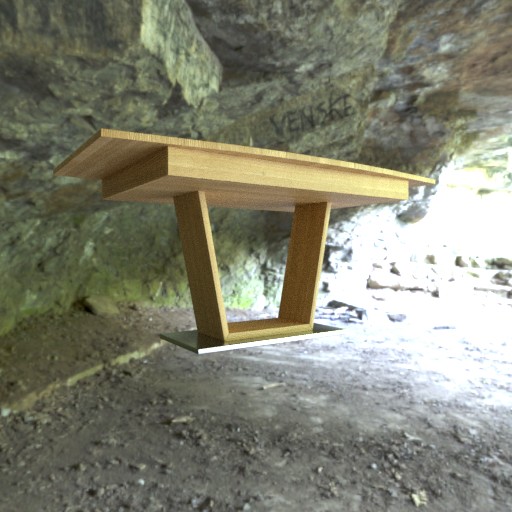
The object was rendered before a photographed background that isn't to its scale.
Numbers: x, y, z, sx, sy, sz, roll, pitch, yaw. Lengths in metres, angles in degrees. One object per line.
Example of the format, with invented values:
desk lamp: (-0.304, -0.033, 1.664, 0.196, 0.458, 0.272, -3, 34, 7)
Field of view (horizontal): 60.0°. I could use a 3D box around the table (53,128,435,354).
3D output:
table: (0.000, 0.000, 2.047, 1.598, 0.748, 0.900, 0, 0, -34)
